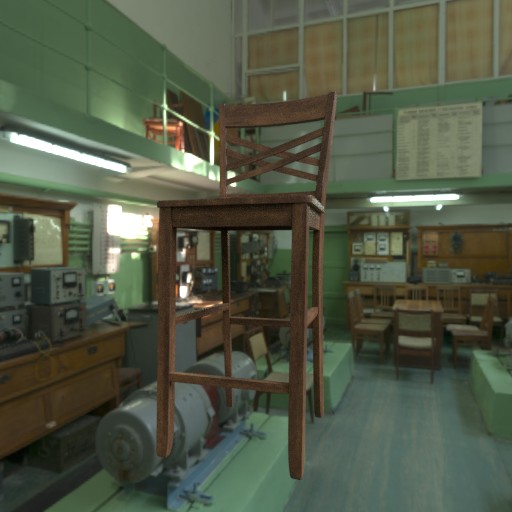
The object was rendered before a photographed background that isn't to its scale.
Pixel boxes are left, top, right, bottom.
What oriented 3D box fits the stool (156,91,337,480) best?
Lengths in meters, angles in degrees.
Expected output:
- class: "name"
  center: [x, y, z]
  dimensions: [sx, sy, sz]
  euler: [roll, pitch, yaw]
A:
- class: "stool"
  center: [0.000, 0.000, 1.371]
  dimensions: [0.433, 1.105, 0.487]
  euler: [0, 1, 18]
